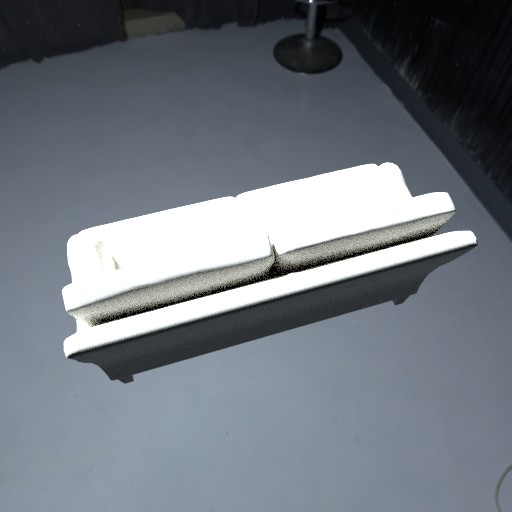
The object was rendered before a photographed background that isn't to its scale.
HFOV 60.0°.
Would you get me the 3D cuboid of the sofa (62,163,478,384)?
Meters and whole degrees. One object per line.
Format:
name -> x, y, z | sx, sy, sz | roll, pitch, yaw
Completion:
sofa -> 0.000, 0.000, 2.761 | 2.159, 1.087, 1.086 | -14, 58, -9
